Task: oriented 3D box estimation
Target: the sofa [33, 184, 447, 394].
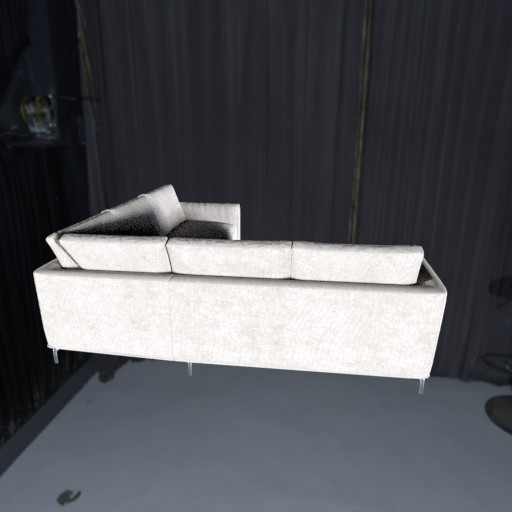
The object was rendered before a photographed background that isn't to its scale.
[{"bbox_3d":[0.000,0.000,3.695,2.438,0.864,2.438,2,17,8],"label":"sofa"}]
